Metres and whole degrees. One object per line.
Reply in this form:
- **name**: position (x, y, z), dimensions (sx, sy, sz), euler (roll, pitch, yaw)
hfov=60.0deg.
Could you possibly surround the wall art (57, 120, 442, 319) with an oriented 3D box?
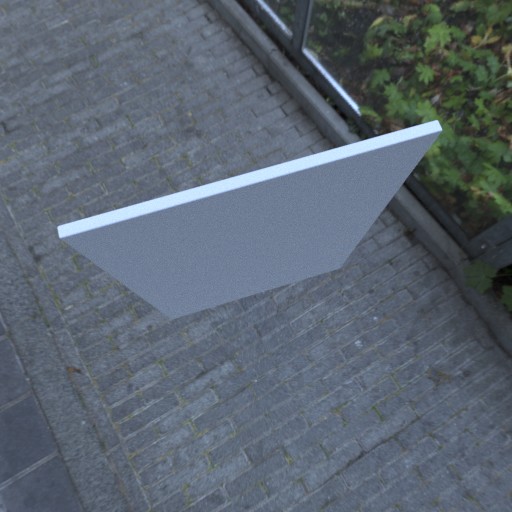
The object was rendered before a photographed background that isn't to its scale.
- **wall art**: position (0.000, 0.000, 0.596), dimensions (0.329, 0.482, 0.011), euler (-17, 75, -5)
